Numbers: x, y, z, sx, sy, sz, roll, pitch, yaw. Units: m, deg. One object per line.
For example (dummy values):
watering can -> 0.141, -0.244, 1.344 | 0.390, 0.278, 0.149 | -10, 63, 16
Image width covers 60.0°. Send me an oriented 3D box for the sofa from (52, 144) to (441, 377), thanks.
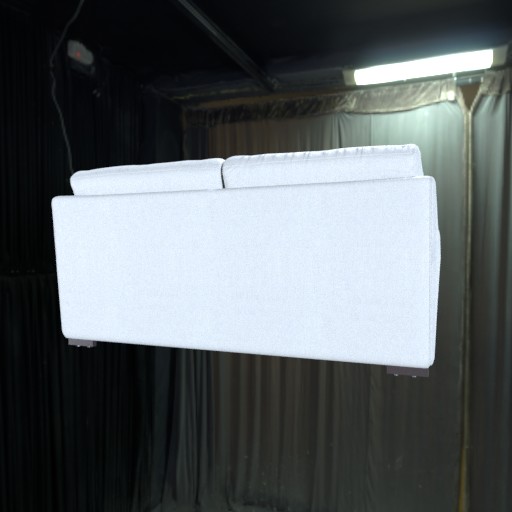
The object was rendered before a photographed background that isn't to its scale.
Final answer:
sofa -> 0.000, 0.000, 2.461 | 1.880, 0.940, 1.143 | 0, 1, 20
